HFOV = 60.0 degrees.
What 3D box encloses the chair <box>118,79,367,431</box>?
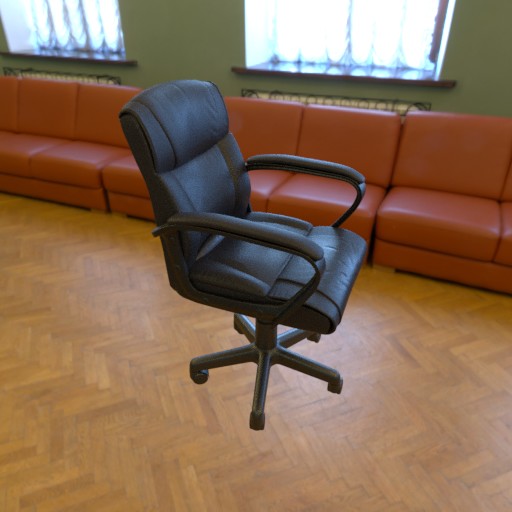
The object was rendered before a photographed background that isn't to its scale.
[{"bbox_3d":[0.000,0.000,1.407,0.641,0.998,0.576,12,33,19],"label":"chair"}]
